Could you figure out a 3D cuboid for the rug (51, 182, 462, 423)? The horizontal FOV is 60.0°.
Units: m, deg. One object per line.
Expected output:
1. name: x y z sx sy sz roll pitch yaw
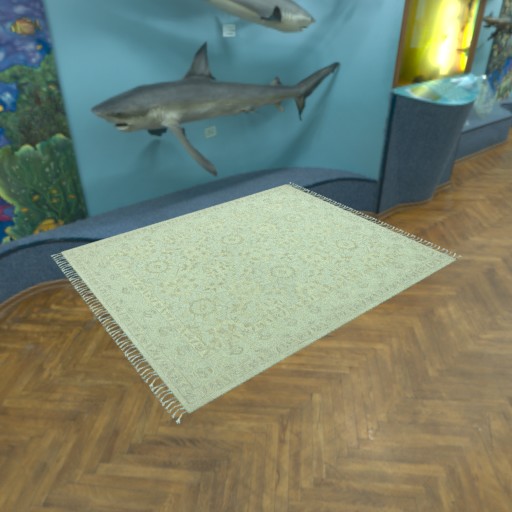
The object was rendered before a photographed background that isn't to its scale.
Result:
1. rug: 0.000 0.000 4.159 3.043 0.013 2.444 -22 37 -32
